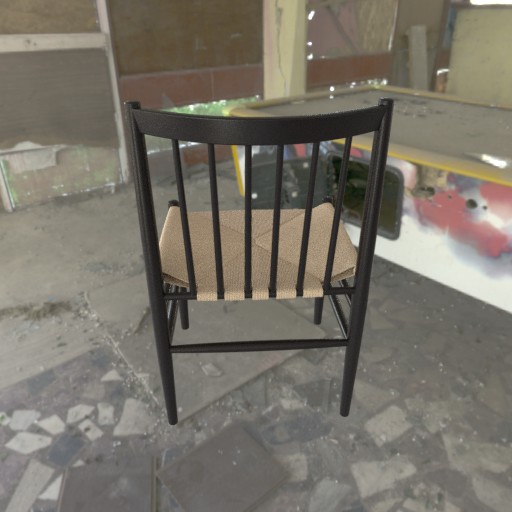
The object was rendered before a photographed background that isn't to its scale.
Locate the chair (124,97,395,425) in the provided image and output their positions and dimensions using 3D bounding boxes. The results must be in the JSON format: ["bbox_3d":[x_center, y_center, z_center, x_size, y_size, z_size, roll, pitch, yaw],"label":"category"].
[{"bbox_3d":[0.000,0.000,1.133,0.495,0.818,0.516,-2,29,-3],"label":"chair"}]
